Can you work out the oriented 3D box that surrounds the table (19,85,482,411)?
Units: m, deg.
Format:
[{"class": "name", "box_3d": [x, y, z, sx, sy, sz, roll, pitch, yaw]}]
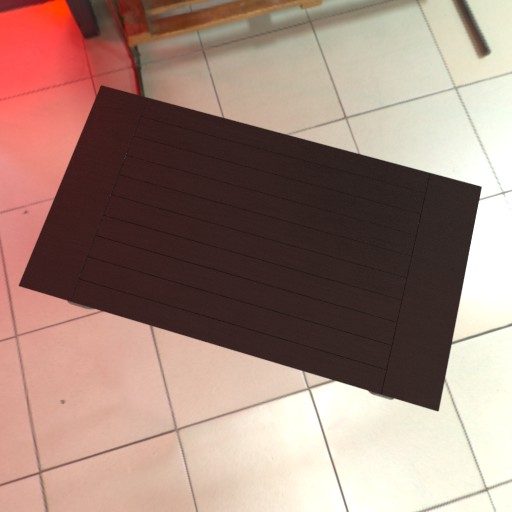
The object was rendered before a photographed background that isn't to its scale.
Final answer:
[{"class": "table", "box_3d": [0.000, 0.000, 1.373, 1.062, 0.494, 0.600, 16, 78, 3]}]
